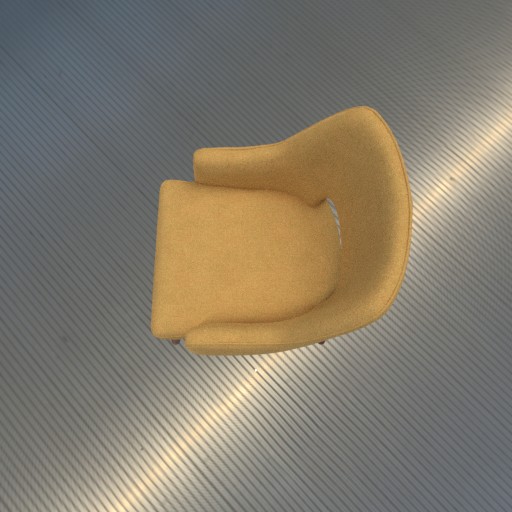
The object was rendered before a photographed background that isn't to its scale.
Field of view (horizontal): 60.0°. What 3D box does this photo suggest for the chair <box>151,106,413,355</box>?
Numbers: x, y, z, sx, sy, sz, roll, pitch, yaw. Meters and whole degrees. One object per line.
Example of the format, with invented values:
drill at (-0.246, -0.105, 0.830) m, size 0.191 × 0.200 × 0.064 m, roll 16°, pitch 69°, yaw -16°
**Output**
chair at (0.000, 0.000, 1.240) m, size 0.605 × 0.849 × 0.548 m, roll 0°, pitch 76°, yaw 0°
